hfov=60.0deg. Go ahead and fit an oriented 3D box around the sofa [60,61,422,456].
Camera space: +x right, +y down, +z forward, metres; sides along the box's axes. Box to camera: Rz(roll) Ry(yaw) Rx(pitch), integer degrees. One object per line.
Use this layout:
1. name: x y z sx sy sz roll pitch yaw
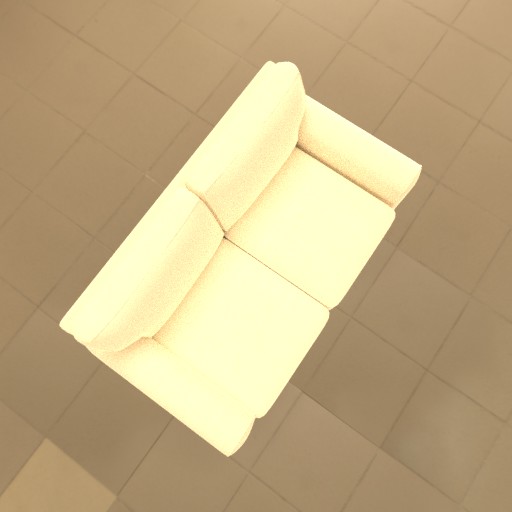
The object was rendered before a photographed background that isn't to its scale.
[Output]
1. sofa: 0.000 0.000 2.349 0.991 0.940 1.727 34 79 7
